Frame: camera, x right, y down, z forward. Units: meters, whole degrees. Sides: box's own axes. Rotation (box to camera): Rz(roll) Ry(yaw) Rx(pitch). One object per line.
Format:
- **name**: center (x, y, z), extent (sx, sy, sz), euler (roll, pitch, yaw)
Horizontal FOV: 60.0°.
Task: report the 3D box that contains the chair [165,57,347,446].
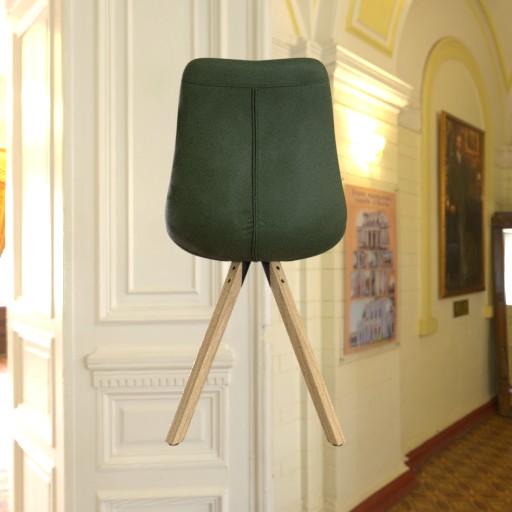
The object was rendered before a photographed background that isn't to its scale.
- **chair**: center (0.000, 0.000, 1.221), extent (0.483, 0.865, 0.547), euler (0, 0, 0)
